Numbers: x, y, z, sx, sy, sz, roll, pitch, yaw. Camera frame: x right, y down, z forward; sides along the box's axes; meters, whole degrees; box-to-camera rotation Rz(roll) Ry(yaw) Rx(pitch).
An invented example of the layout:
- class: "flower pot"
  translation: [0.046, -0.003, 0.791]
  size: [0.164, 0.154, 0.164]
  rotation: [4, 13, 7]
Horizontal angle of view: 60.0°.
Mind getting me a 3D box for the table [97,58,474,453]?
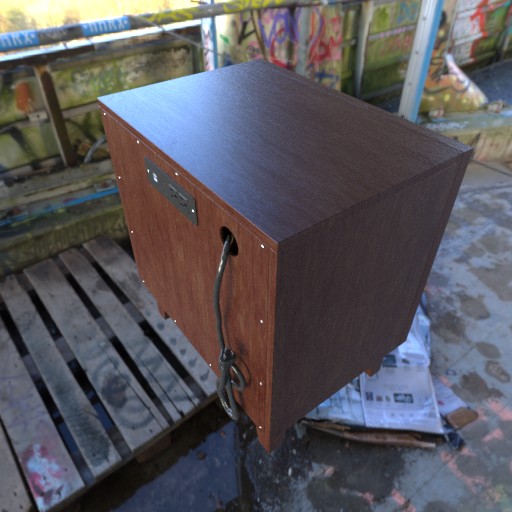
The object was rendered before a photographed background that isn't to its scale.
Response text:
- class: "table"
  translation: [0.000, 0.000, 0.970]
  size: [0.449, 0.609, 0.557]
  rotation: [-26, 47, -27]
